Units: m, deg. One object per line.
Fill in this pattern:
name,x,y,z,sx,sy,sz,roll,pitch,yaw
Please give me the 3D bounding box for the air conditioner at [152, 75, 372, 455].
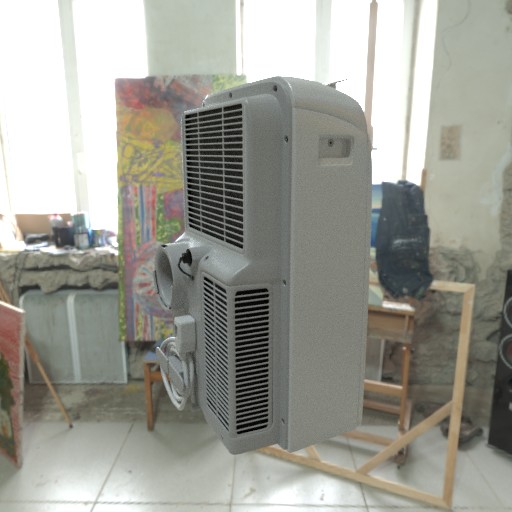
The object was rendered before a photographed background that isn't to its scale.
air conditioner,0.000,0.000,1.062,0.414,0.786,0.449,-7,15,-28
